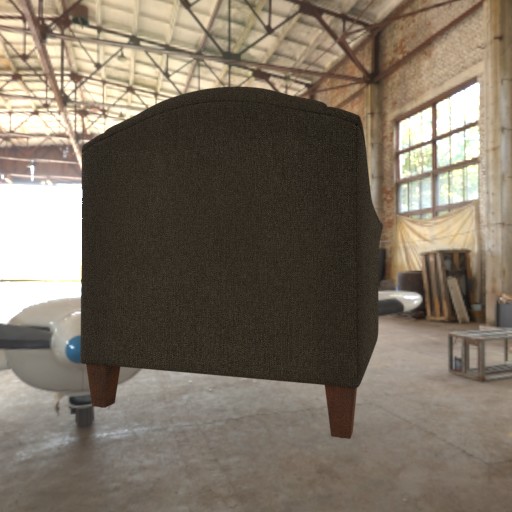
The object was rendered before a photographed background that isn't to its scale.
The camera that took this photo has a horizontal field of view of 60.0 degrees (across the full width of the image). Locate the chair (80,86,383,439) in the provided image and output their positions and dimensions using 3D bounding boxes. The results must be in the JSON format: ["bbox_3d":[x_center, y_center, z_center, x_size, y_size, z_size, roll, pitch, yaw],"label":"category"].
[{"bbox_3d":[0.000,0.000,1.447,0.763,0.839,0.787,0,-1,19],"label":"chair"}]
